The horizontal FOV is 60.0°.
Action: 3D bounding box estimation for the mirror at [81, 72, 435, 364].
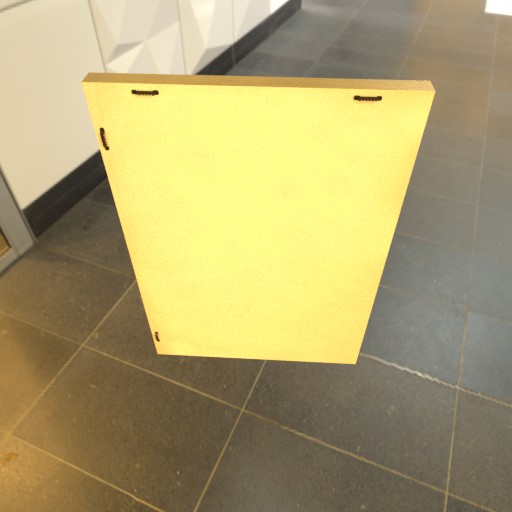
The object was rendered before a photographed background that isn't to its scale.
[{"bbox_3d":[0.000,0.000,0.893,0.507,0.710,0.040,2,45,2],"label":"mirror"}]
